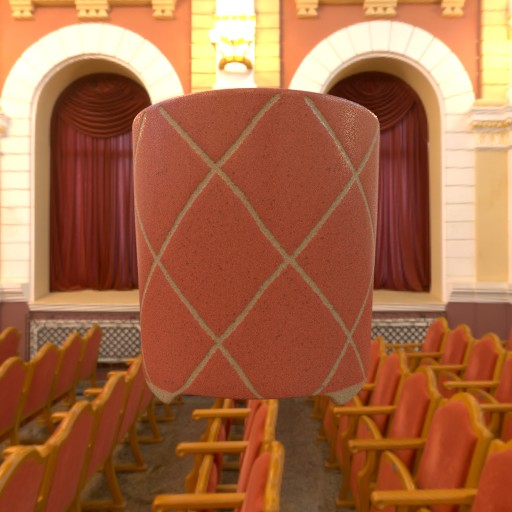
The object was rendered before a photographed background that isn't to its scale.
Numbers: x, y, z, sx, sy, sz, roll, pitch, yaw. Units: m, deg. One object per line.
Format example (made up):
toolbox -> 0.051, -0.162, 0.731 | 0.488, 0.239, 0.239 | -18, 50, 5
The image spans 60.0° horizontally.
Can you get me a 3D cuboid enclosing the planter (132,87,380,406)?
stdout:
planter -> 0.000, 0.000, 0.422 | 0.227, 0.235, 0.227 | 0, -1, 0
